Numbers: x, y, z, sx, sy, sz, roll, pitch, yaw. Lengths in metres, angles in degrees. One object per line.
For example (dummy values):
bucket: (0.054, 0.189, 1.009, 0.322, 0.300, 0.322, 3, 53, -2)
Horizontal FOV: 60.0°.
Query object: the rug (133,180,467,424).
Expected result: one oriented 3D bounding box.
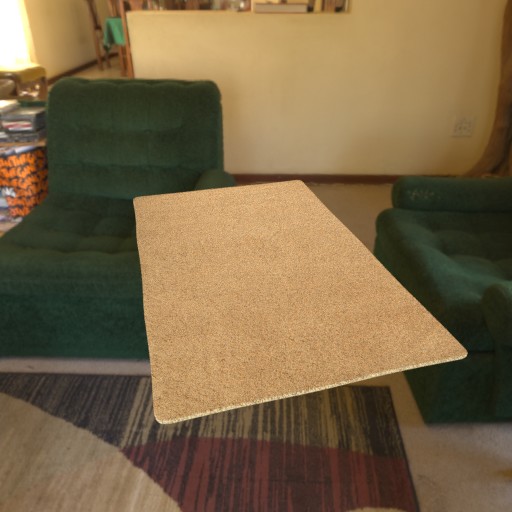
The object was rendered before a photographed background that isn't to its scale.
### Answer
rug: (0.000, 0.000, 2.942, 1.500, 0.025, 2.349, -8, 32, -13)
